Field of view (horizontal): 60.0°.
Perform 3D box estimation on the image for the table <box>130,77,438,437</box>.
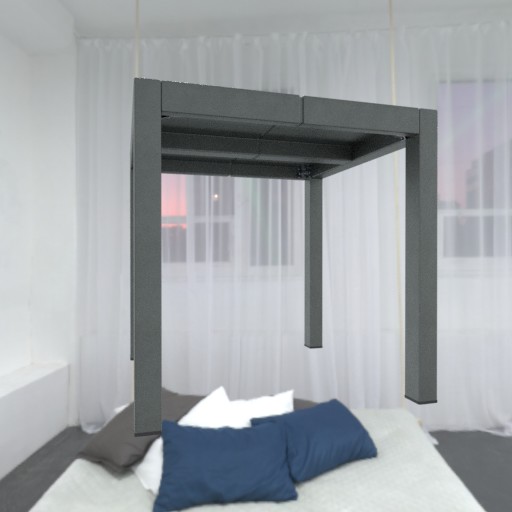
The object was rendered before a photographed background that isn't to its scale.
[{"bbox_3d":[0.000,0.000,0.938,0.508,0.508,0.508,0,0,-16],"label":"table"}]
